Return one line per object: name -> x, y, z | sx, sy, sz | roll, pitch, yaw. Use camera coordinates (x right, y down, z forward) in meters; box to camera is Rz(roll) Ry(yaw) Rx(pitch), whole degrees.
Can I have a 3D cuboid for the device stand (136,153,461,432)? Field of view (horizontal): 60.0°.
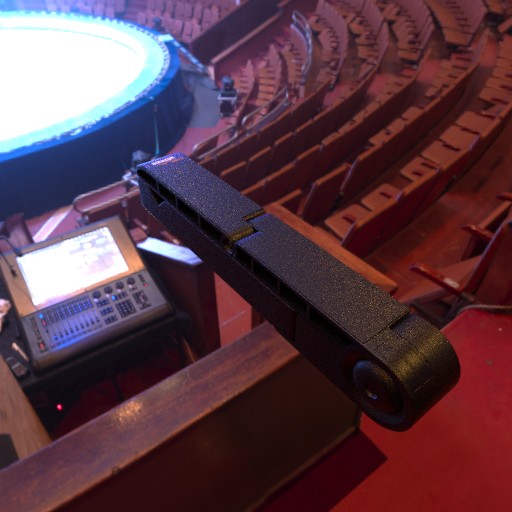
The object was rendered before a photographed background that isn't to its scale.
device stand -> 0.000, 0.000, 0.190 | 0.026, 0.030, 0.179 | -27, 46, -29
